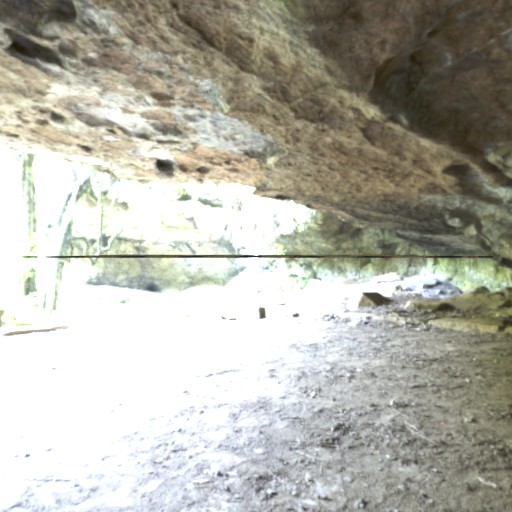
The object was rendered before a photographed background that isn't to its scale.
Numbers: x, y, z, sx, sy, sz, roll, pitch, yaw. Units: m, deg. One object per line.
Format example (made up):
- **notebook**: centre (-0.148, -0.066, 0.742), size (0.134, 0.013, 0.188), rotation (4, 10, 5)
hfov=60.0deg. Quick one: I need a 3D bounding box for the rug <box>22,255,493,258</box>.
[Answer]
- **rug**: centre (0.000, 0.000, 3.047), size (2.447, 0.011, 1.520), rotation (0, 0, 0)
